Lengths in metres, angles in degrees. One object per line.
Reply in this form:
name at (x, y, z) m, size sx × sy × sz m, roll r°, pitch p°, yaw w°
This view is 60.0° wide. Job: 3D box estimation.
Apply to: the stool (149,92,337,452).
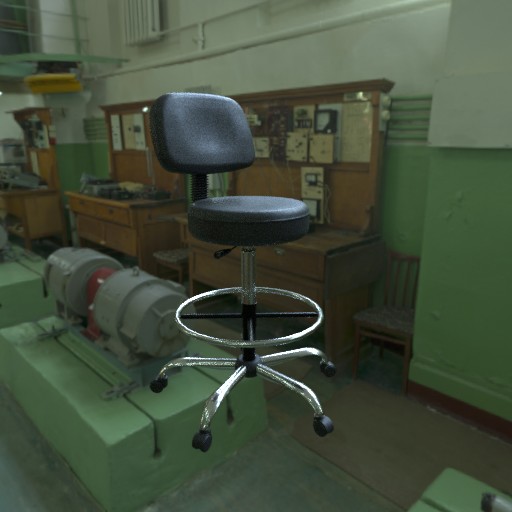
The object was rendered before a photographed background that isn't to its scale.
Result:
stool at (0.000, 0.000, 1.489) m, size 0.658 × 1.069 × 0.694 m, roll 14°, pitch 20°, yaw 43°
